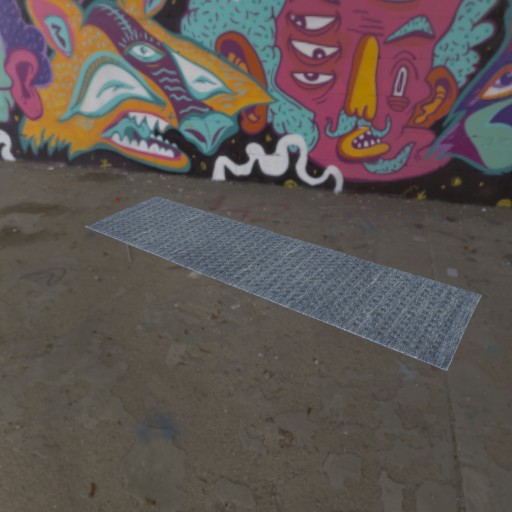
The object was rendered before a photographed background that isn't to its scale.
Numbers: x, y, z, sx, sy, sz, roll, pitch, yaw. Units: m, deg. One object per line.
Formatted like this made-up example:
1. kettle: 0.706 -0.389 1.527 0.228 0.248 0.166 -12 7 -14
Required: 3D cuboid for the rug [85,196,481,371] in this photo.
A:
1. rug: 0.000 0.000 2.719 2.443 0.008 0.688 19 34 30
